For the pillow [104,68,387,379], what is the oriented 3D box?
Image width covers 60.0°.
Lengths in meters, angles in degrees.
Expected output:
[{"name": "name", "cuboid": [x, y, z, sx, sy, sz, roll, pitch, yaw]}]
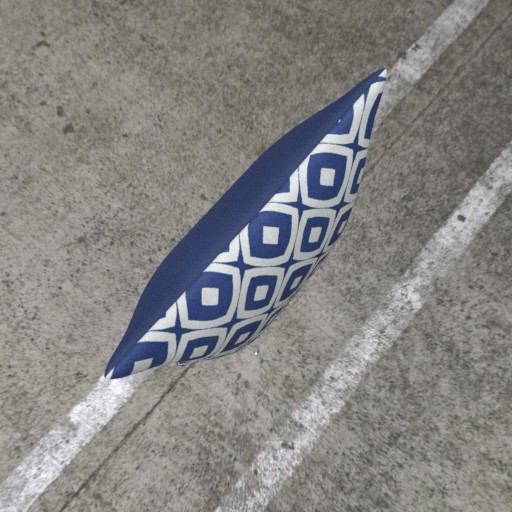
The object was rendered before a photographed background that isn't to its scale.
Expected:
[{"name": "pillow", "cuboid": [0.000, 0.000, 0.762, 0.188, 0.494, 0.504, 40, 81, 8]}]
